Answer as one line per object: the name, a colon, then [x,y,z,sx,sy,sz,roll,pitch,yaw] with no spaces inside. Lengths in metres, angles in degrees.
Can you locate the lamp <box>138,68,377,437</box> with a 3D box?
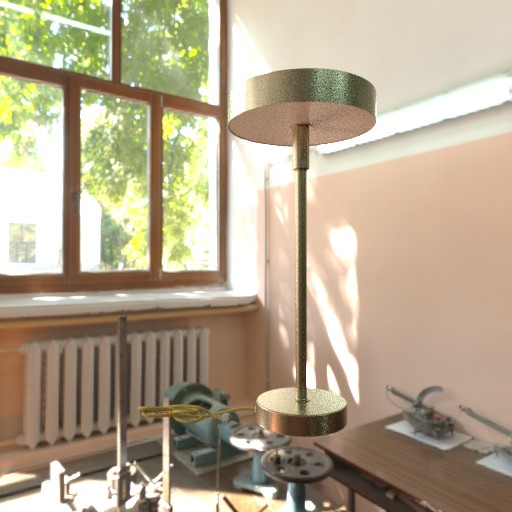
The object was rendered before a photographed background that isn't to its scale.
lamp: [0.000,0.000,0.693,0.369,0.508,0.229,0,-1,0]
